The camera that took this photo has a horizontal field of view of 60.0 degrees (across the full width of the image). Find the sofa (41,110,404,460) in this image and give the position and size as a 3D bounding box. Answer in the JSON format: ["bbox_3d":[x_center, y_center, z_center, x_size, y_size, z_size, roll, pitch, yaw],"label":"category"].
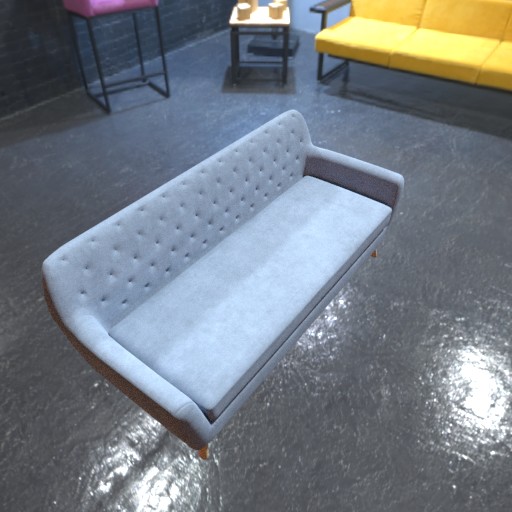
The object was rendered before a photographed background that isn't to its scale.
[{"bbox_3d":[0.000,0.000,2.399,0.830,0.830,1.970,27,49,27],"label":"sofa"}]
